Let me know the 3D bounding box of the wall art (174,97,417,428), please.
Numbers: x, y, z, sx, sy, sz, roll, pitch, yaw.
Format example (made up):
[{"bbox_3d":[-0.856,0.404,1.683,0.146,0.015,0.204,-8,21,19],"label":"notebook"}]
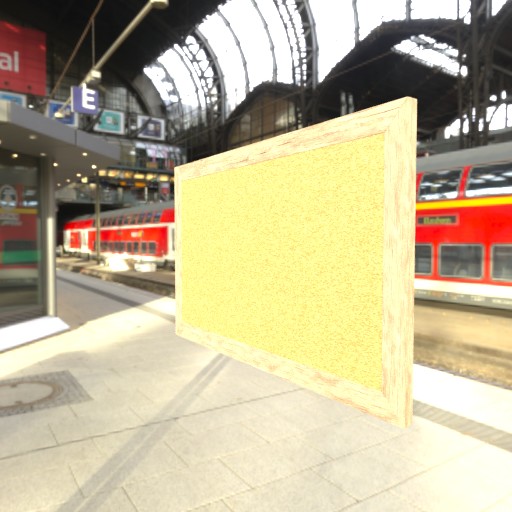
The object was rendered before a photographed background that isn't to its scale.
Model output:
[{"bbox_3d":[0.000,0.000,0.962,0.021,0.480,0.780,-2,3,-35],"label":"wall art"}]
